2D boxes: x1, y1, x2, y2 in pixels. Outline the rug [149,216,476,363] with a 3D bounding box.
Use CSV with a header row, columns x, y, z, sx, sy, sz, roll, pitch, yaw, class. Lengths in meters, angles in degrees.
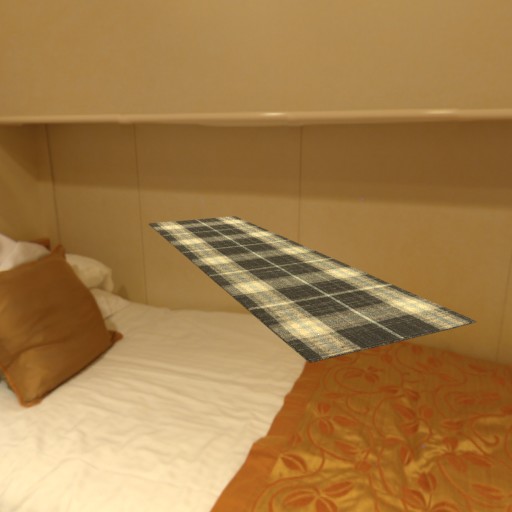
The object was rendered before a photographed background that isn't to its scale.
x,y,z,sx,sy,sz,roll,pitch,yaw,class
0.000,0.000,2.624,0.760,0.012,2.434,-7,17,-24,rug
